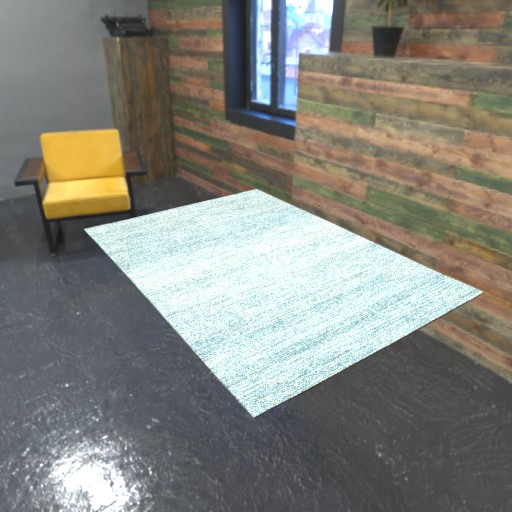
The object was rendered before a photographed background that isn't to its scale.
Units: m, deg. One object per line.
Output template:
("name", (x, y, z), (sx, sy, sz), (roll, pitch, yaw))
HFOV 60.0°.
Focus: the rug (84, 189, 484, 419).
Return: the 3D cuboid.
("rug", (0.000, 0.000, 2.943), (1.611, 0.026, 2.260), (-18, 32, -31))
